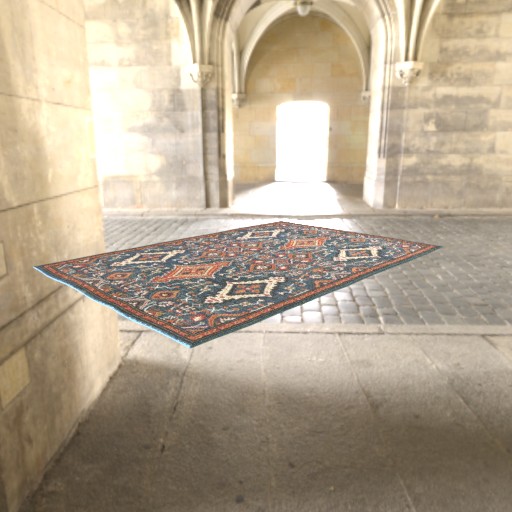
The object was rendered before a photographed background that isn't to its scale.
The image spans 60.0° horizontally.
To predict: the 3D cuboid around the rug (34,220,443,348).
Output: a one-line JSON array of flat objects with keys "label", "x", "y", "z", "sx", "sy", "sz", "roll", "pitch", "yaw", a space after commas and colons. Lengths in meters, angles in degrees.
[{"label": "rug", "x": 0.000, "y": 0.000, "z": 3.039, "sx": 1.622, "sy": 0.009, "sz": 2.373, "roll": 14, "pitch": 20, "yaw": 43}]
